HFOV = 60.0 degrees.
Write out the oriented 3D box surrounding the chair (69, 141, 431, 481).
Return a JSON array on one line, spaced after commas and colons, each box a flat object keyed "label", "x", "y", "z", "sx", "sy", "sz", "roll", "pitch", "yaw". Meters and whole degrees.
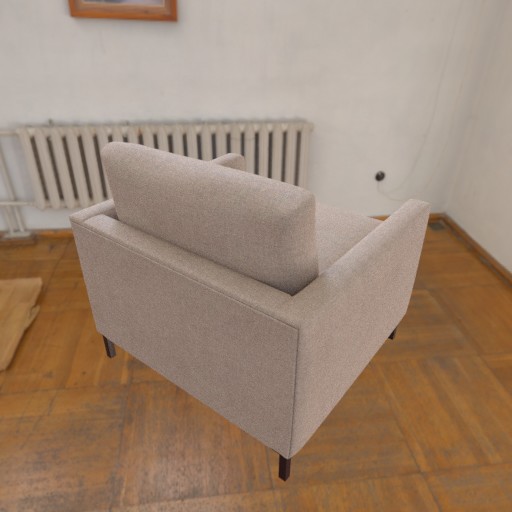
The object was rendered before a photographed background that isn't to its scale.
[{"label": "chair", "x": 0.000, "y": 0.000, "z": 1.623, "sx": 0.963, "sy": 0.861, "sz": 0.866, "roll": 22, "pitch": 37, "yaw": 32}]
